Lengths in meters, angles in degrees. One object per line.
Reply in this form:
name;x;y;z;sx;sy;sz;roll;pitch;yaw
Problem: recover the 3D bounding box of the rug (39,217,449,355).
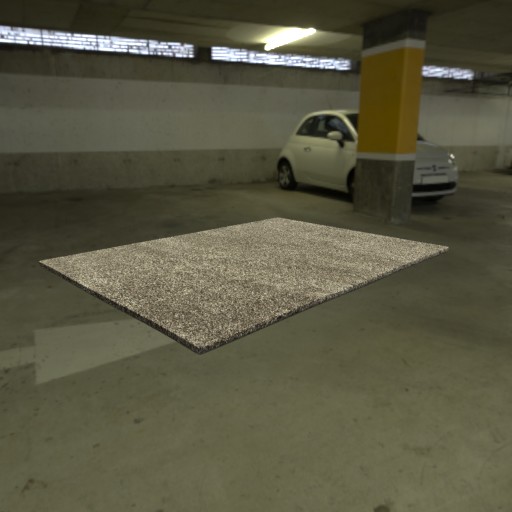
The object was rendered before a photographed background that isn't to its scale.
rug;0.000;0.000;2.146;1.601;0.025;1.198;-14;21;-43
